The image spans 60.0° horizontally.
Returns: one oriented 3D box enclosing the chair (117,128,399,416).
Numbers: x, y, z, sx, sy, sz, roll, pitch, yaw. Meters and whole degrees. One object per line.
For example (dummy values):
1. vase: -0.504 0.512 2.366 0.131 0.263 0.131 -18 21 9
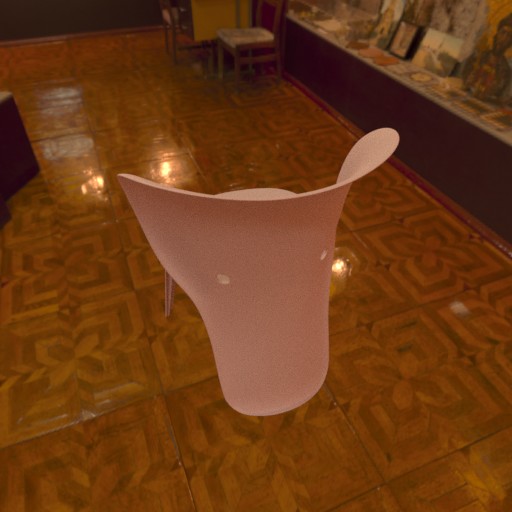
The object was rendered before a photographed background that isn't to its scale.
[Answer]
1. chair: 0.000 0.000 0.884 0.451 0.554 0.402 -13 43 -15
